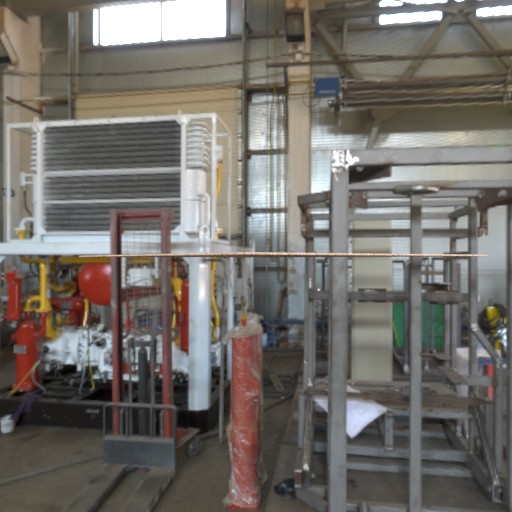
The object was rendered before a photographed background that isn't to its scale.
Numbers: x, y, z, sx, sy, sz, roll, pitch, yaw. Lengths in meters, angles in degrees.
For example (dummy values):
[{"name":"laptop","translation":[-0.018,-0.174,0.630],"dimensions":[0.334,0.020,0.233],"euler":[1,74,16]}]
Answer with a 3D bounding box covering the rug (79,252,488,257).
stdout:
[{"name":"rug","translation":[0.000,0.000,4.260],"dimensions":[2.448,0.013,3.205],"euler":[0,0,-36]}]
